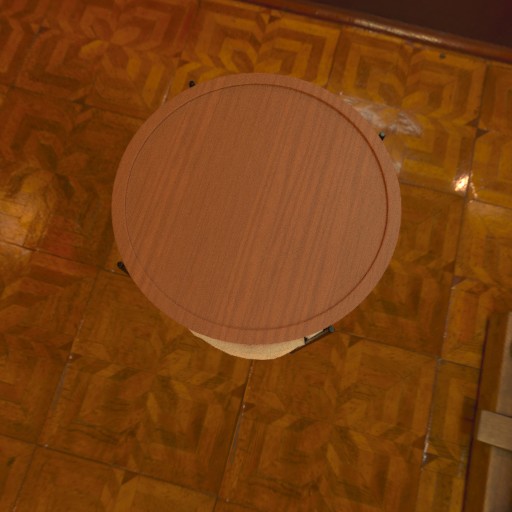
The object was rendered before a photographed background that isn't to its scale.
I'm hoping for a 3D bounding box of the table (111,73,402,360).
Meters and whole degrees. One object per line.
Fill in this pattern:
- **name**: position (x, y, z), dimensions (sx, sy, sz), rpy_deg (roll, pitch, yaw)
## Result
- **table**: position (0.000, 0.000, 0.890), dimensions (0.393, 0.623, 0.393), rpy_deg (17, 76, 4)
